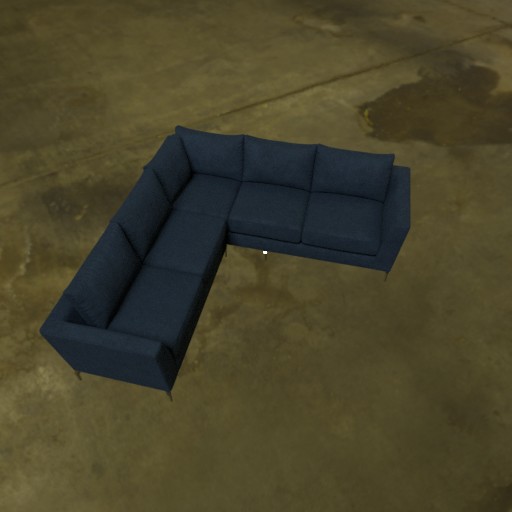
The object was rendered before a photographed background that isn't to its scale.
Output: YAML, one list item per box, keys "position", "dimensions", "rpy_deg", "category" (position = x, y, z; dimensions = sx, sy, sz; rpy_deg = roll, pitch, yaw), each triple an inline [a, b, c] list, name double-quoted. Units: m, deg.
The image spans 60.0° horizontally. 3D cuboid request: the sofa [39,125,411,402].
- position: [0.000, 0.000, 3.805]
  dimensions: [2.463, 0.988, 2.472]
  rpy_deg: [10, 48, 9]
  category: "sofa"
